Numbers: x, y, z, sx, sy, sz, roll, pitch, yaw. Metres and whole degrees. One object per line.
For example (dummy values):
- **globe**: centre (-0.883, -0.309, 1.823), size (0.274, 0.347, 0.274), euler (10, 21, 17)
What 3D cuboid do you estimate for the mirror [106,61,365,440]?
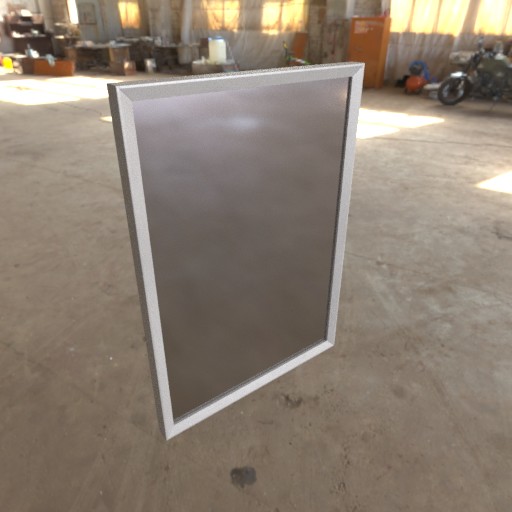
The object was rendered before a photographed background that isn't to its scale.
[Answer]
- **mirror**: centre (0.000, 0.000, 0.918), size (0.507, 0.710, 0.039), euler (-20, 35, -32)
